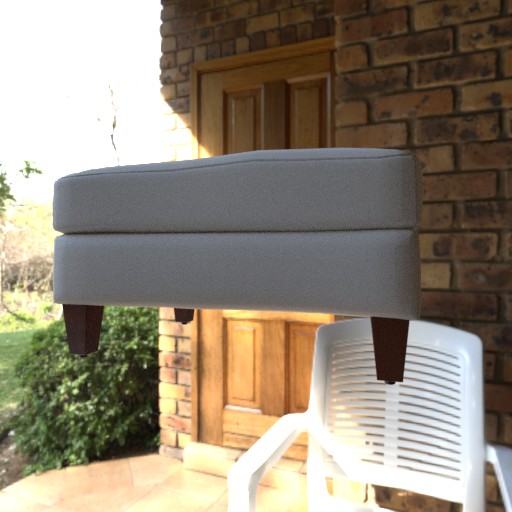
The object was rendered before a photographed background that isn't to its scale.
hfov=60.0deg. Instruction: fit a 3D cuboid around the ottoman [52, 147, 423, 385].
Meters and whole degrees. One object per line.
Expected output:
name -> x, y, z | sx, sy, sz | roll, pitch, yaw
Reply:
ottoman -> 0.000, 0.000, 1.185 | 0.818, 0.479, 0.634 | 0, 0, 18
